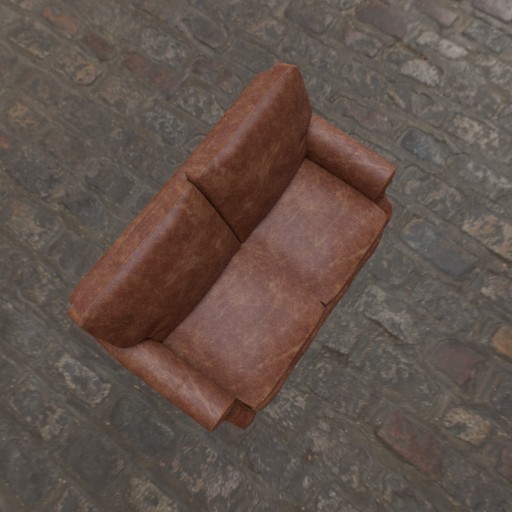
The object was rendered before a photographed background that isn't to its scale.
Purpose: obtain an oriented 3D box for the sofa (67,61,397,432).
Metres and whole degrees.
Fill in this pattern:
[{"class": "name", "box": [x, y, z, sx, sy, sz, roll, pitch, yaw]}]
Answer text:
[{"class": "sofa", "box": [0.000, 0.000, 2.283, 0.990, 0.967, 1.616, 35, 77, 9]}]
